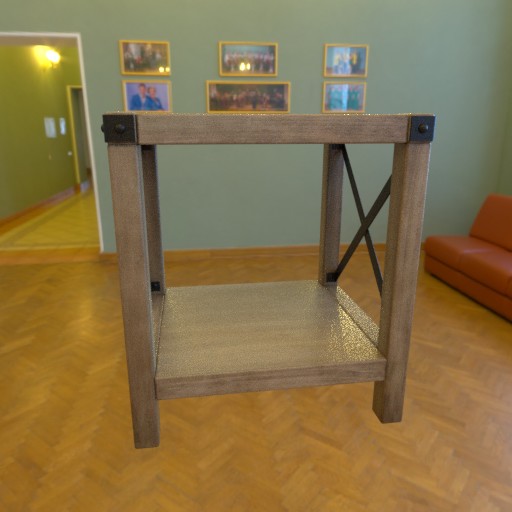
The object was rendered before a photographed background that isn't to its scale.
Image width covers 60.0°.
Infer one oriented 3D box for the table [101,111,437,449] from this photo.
[{"bbox_3d":[0.000,0.000,0.932,0.510,0.561,0.459,-2,16,-8],"label":"table"}]
